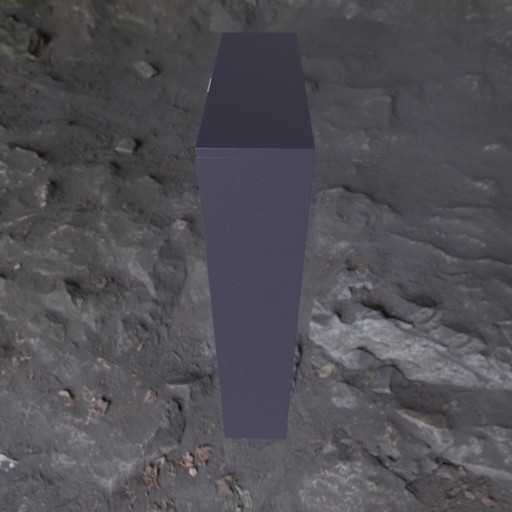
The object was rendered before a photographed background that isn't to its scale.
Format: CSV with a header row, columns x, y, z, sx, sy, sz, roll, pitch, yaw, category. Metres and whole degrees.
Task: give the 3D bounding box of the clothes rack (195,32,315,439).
x,y,z,sx,sy,sz,roll,pitch,yaw,category
0.000,0.000,1.597,0.250,1.280,0.750,1,43,1,clothes rack
